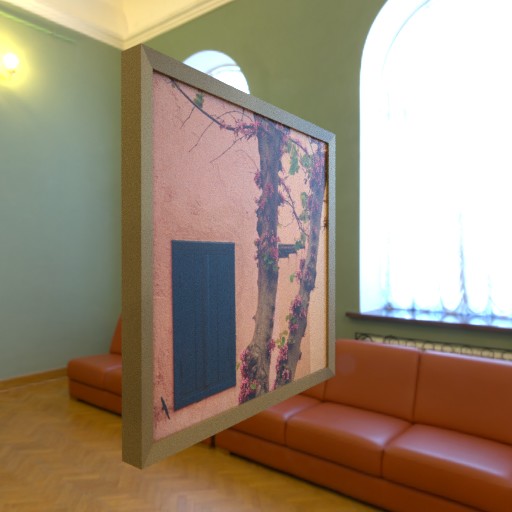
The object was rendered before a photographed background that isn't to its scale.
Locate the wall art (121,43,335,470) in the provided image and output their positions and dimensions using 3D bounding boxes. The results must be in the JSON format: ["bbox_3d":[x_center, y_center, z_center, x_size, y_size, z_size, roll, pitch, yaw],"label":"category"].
[{"bbox_3d":[0.000,0.000,0.742,0.038,0.508,0.507,0,1,37],"label":"wall art"}]
